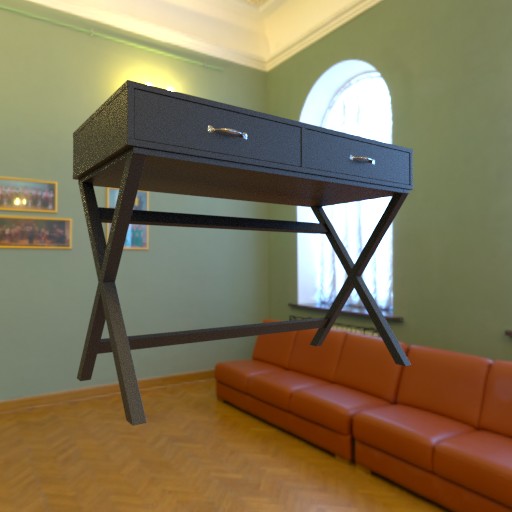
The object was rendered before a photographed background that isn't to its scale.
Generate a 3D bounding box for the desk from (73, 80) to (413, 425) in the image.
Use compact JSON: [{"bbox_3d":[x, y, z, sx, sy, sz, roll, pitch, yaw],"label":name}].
[{"bbox_3d":[0.000,0.000,1.498,1.057,0.780,0.525,1,-1,-35],"label":"desk"}]
